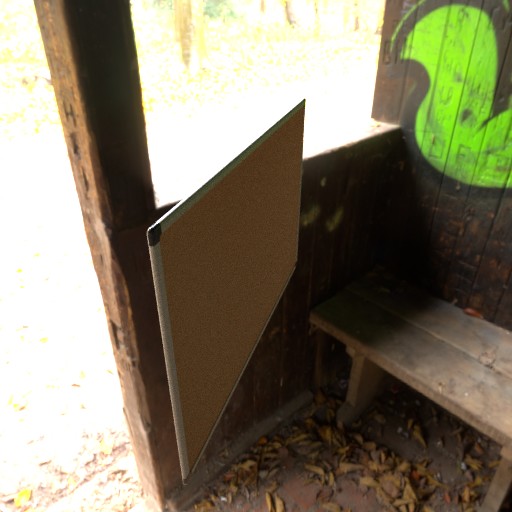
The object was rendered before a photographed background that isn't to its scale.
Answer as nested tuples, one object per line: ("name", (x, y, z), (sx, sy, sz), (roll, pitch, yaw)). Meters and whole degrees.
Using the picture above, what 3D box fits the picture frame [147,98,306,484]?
("picture frame", (0.000, 0.000, 1.126), (0.010, 0.600, 0.900), (10, 33, 16))
